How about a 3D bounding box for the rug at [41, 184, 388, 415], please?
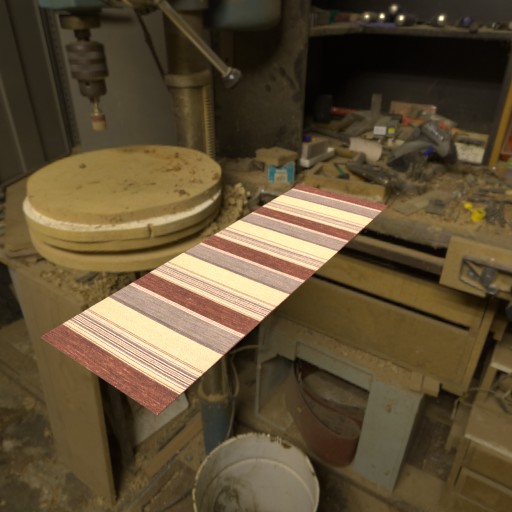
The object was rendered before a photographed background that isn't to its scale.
[{"bbox_3d":[0.000,0.000,2.769,0.792,0.006,2.437,20,36,30],"label":"rug"}]
